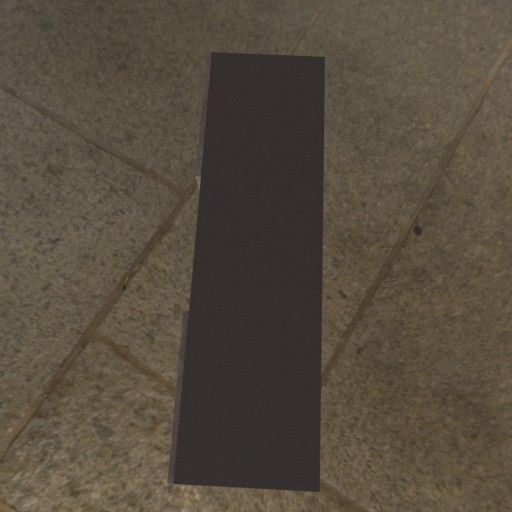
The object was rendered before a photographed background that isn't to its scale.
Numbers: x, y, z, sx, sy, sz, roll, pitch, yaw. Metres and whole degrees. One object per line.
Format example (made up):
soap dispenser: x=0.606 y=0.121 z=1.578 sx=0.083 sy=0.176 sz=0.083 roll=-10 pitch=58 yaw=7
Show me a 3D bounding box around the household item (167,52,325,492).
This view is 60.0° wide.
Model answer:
household item: x=0.000 y=0.000 z=1.544 sx=0.420 sy=0.310 sz=1.400 roll=3 pitch=75 yaw=1
